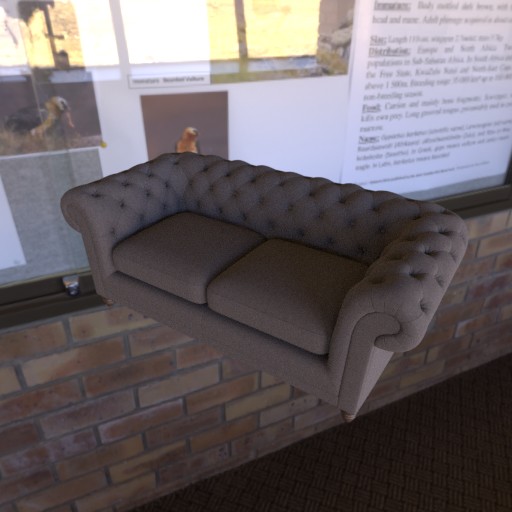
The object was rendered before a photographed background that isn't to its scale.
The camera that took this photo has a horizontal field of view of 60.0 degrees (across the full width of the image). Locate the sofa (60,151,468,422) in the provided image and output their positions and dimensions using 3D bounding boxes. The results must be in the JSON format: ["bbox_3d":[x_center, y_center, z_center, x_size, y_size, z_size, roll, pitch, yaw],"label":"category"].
[{"bbox_3d":[0.000,0.000,2.454,1.998,0.764,0.986,18,34,29],"label":"sofa"}]
